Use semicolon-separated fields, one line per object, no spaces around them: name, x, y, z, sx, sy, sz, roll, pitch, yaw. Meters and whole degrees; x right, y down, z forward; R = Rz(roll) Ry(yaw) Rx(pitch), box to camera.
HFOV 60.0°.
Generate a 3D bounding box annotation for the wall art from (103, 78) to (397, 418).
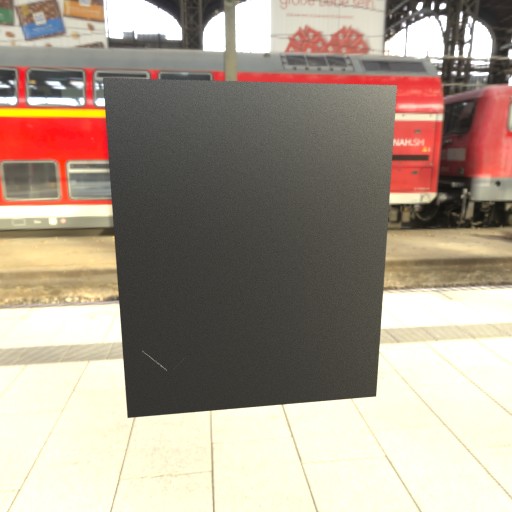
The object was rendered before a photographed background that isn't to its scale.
wall art;0.000;0.000;0.758;0.457;0.557;0.028;-2;13;-9
